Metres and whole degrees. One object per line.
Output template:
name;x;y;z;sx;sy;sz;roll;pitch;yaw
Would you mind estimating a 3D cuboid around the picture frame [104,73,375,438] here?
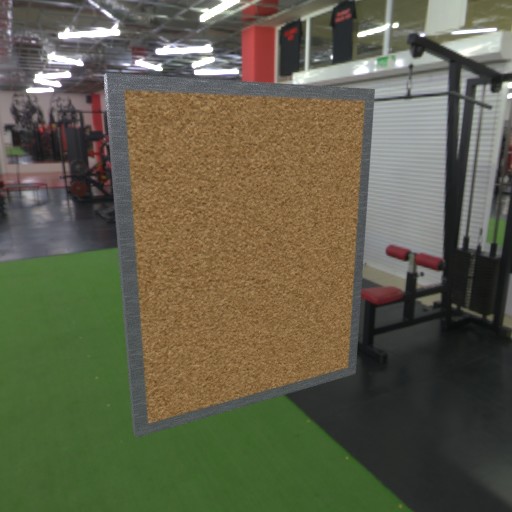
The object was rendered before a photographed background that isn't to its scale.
picture frame;0.000;0.000;0.765;0.454;0.559;0.029;-7;17;-26
